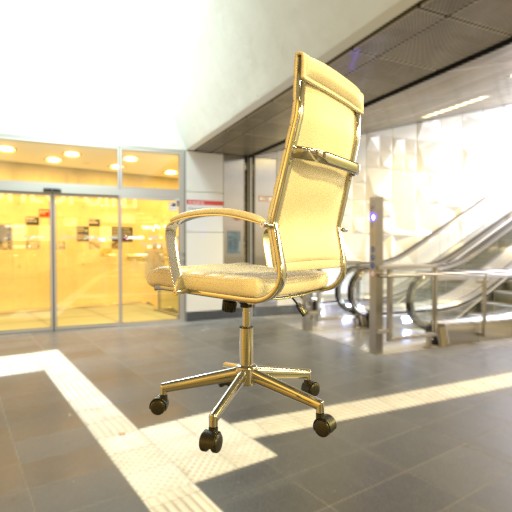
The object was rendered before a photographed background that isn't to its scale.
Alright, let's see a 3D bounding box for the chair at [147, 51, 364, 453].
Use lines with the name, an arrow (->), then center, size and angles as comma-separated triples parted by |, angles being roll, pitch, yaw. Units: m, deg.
chair -> 0.000, 0.000, 1.582 | 0.679, 1.149, 0.679 | 1, 2, 36
